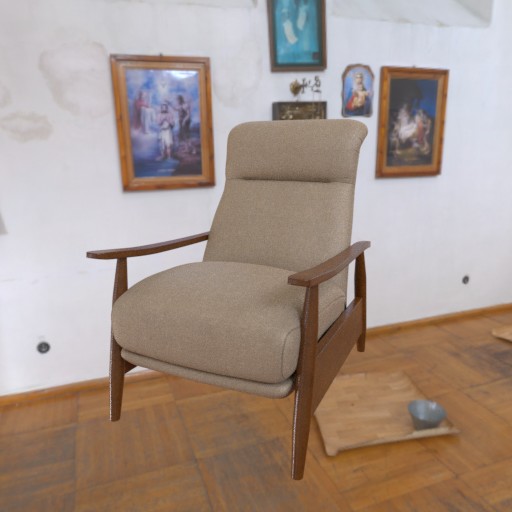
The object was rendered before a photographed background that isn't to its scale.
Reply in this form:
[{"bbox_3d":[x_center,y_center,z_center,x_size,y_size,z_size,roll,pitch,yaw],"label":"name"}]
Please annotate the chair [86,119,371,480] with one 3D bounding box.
[{"bbox_3d":[0.000,0.000,1.761,0.762,1.082,1.030,6,15,24],"label":"chair"}]
